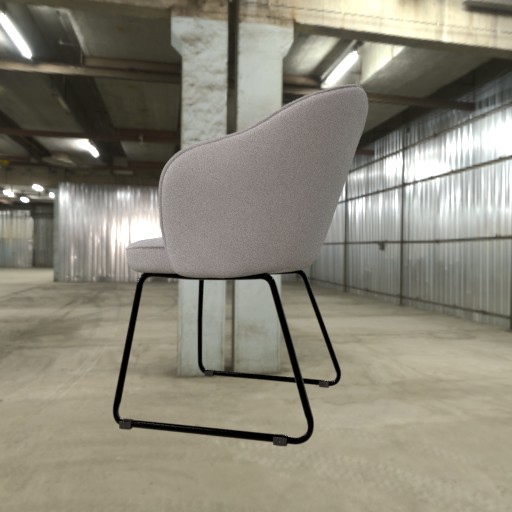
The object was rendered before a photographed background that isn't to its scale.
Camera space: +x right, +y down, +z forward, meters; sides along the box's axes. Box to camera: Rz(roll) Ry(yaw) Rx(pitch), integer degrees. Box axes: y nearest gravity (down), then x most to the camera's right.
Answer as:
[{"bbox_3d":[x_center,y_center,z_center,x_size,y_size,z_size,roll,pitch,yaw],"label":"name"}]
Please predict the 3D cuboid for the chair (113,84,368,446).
[{"bbox_3d":[0.000,0.000,1.207,0.592,0.817,0.570,0,0,17],"label":"chair"}]
